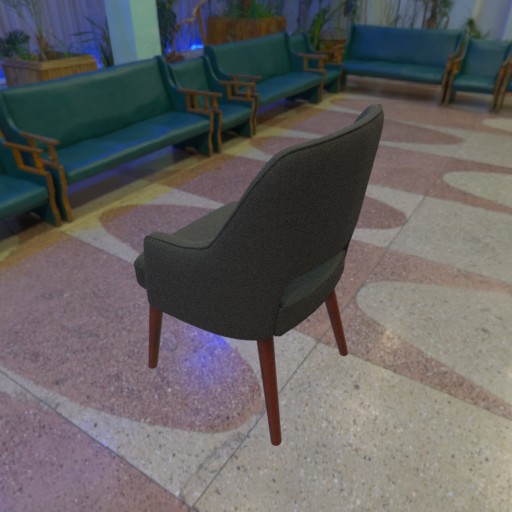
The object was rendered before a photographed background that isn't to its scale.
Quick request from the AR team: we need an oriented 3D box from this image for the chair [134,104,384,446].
[{"bbox_3d":[0.000,0.000,1.249,0.560,0.838,0.559,21,38,29],"label":"chair"}]
